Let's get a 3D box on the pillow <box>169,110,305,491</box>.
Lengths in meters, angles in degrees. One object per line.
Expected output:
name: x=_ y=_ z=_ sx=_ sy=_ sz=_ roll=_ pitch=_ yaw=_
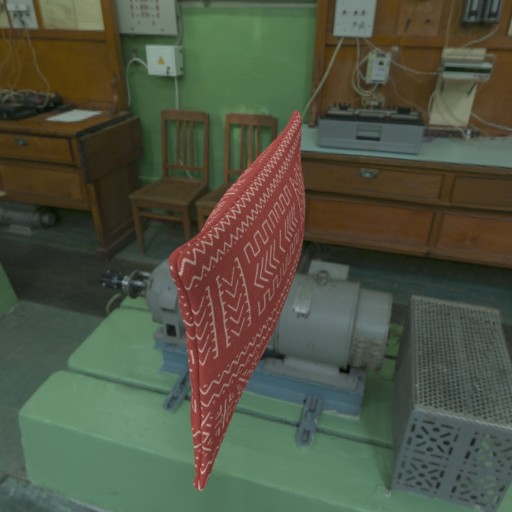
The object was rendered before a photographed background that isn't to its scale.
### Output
pillow: x=0.000 y=0.000 z=0.753 sx=0.130 sy=0.352 sz=0.640 roll=8 pitch=31 yaw=13
